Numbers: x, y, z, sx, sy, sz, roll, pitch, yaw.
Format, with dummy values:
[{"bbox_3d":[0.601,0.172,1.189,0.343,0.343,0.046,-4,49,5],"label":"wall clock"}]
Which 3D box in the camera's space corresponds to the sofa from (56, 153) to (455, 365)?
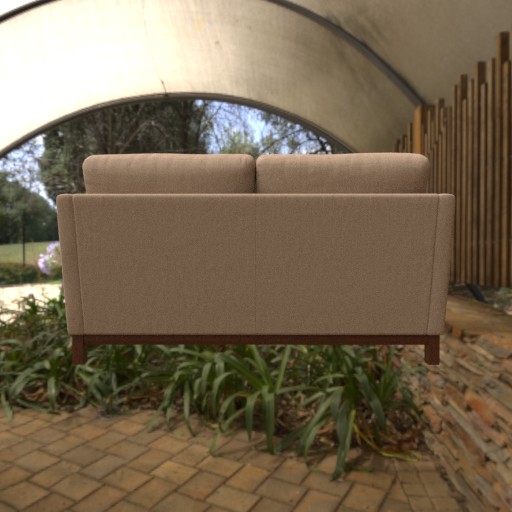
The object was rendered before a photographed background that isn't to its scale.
[{"bbox_3d":[0.000,0.000,2.251,1.619,0.910,1.004,0,1,0],"label":"sofa"}]
